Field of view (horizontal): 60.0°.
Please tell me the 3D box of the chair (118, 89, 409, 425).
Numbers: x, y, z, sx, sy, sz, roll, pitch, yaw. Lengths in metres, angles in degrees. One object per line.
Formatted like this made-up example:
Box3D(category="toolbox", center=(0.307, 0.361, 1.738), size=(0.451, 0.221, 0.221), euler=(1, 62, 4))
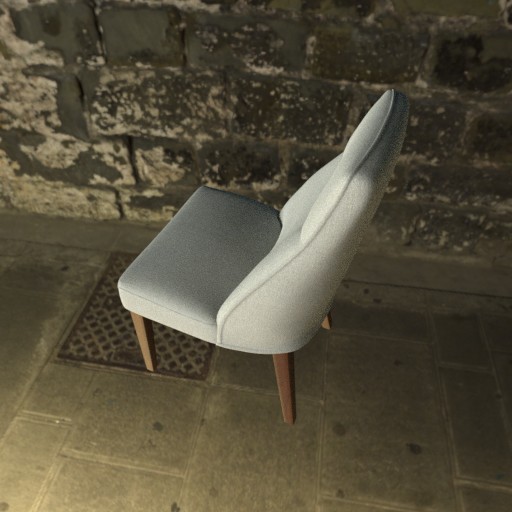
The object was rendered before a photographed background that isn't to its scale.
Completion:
Box3D(category="chair", center=(0.000, 0.000, 1.253), size=(0.620, 0.930, 0.500), euler=(17, 47, 16))
